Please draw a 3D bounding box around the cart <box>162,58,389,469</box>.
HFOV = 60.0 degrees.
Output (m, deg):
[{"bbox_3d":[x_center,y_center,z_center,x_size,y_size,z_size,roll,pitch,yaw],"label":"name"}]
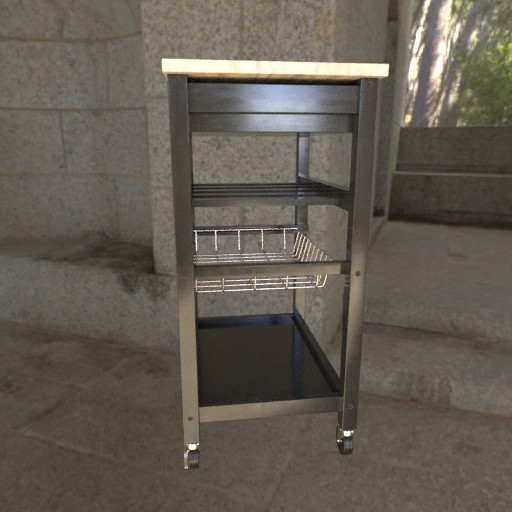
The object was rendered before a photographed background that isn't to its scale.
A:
[{"bbox_3d":[0.000,0.000,1.148,0.403,0.839,0.584,-2,14,-7],"label":"cart"}]
